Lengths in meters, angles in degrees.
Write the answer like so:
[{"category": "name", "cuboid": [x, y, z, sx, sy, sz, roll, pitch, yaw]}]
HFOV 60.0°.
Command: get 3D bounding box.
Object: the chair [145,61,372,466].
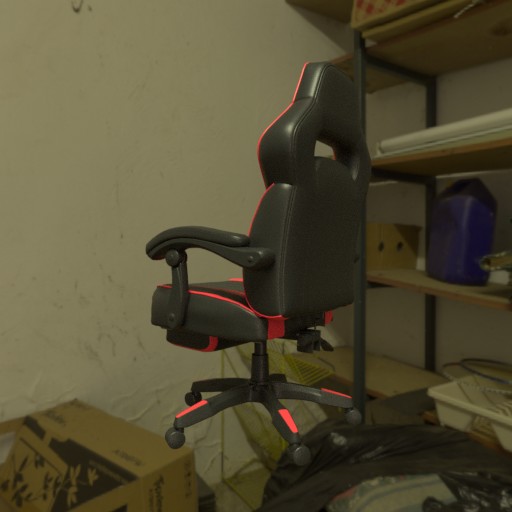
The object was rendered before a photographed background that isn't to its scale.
[{"category": "chair", "cuboid": [0.000, 0.000, 1.620, 0.700, 1.220, 0.700, 0, 0, 36]}]
